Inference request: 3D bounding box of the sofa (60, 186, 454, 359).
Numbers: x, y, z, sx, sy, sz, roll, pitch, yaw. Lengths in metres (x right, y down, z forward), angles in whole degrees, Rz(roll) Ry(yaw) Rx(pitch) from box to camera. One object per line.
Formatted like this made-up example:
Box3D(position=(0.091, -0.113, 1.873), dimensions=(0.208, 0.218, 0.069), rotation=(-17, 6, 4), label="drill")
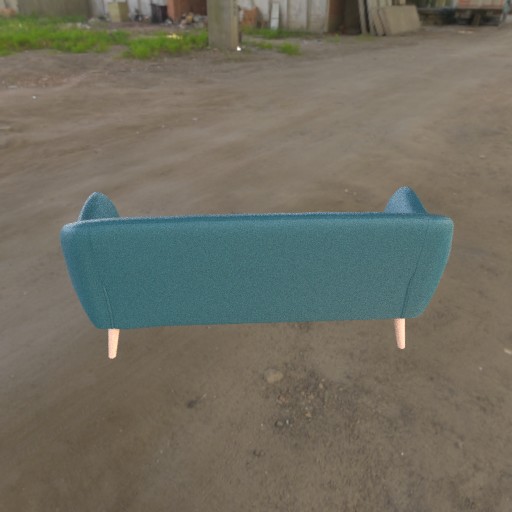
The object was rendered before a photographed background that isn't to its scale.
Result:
Box3D(position=(0.000, 0.000, 2.313), dimensions=(1.840, 0.836, 0.820), rotation=(-1, 31, -2), label="sofa")
